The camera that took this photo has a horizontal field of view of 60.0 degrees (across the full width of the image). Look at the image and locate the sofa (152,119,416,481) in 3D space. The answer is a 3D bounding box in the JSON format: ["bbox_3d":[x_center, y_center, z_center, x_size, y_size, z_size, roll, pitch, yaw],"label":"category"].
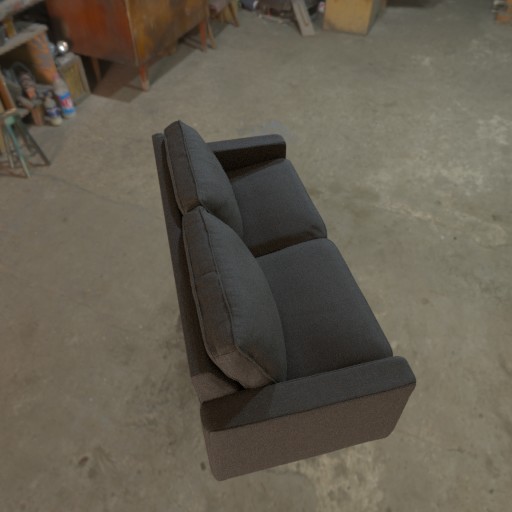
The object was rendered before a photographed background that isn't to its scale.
[{"bbox_3d":[0.000,0.000,2.561,0.940,0.919,2.080,-10,46,-10],"label":"sofa"}]
